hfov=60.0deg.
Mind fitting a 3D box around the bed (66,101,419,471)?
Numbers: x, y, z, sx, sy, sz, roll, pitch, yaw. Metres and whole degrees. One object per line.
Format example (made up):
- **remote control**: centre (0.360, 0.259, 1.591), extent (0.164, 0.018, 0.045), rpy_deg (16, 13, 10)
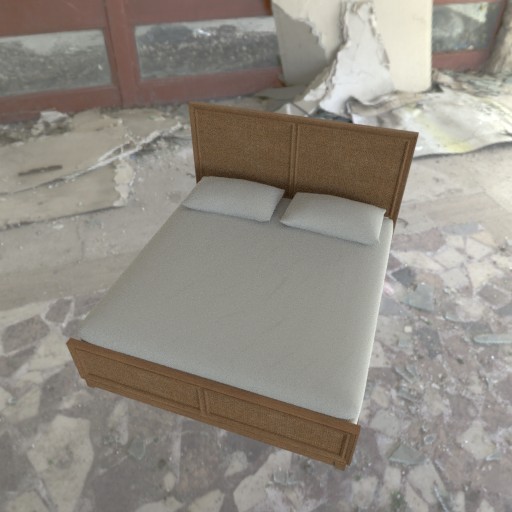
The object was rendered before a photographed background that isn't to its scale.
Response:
- **bed**: centre (0.000, 0.000, 3.454), extent (2.003, 1.387, 2.184), rpy_deg (13, 42, 14)
